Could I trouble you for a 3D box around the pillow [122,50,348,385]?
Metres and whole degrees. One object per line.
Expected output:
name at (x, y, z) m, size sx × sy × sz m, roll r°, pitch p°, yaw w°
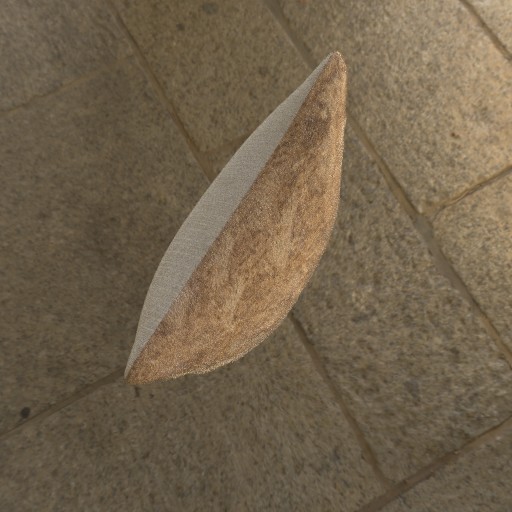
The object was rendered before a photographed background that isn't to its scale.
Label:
pillow at (0.000, 0.000, 0.816) m, size 0.216 × 0.525 × 0.538 m, roll 31°, pitch 78°, yaw 7°
